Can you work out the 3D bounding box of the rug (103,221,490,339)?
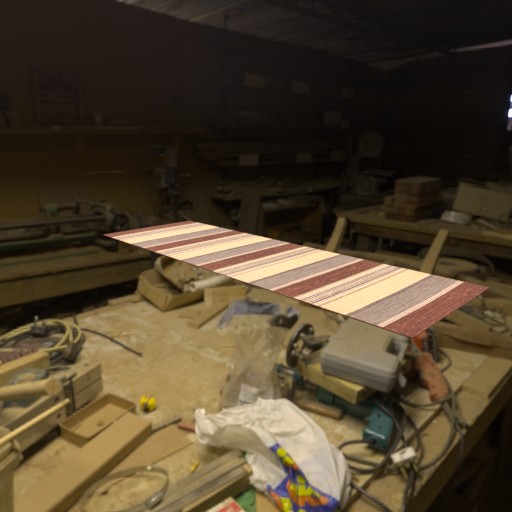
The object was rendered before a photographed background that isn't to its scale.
[{"bbox_3d":[0.000,0.000,2.724,0.792,0.006,2.437,-15,21,-43],"label":"rug"}]
